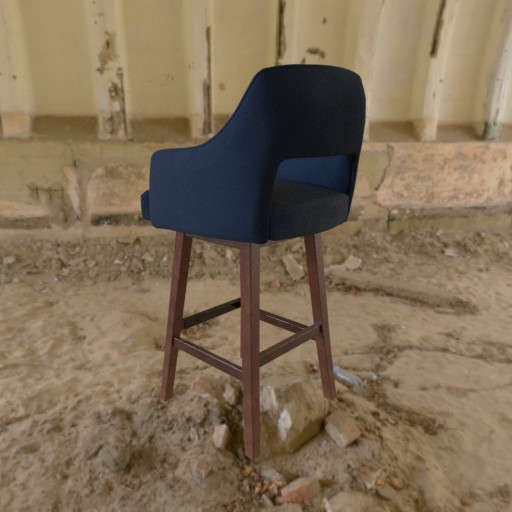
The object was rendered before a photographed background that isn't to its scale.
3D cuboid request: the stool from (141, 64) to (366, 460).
[{"bbox_3d":[0.000,0.000,1.374,0.560,1.041,0.550,14,21,41],"label":"stool"}]
